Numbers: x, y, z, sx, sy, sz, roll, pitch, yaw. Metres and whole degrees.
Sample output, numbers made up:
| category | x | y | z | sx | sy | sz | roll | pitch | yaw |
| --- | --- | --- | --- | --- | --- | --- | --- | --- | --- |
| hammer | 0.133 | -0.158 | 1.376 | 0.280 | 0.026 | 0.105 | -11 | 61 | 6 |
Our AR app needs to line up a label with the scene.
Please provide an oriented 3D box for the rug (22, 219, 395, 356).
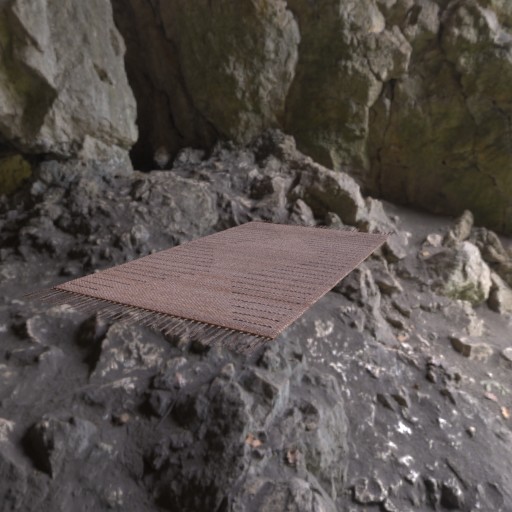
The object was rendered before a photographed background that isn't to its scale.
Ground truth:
| category | x | y | z | sx | sy | sz | roll | pitch | yaw |
| --- | --- | --- | --- | --- | --- | --- | --- | --- | --- |
| rug | 0.000 | 0.000 | 2.030 | 0.905 | 0.017 | 1.718 | 8 | 17 | 27 |
